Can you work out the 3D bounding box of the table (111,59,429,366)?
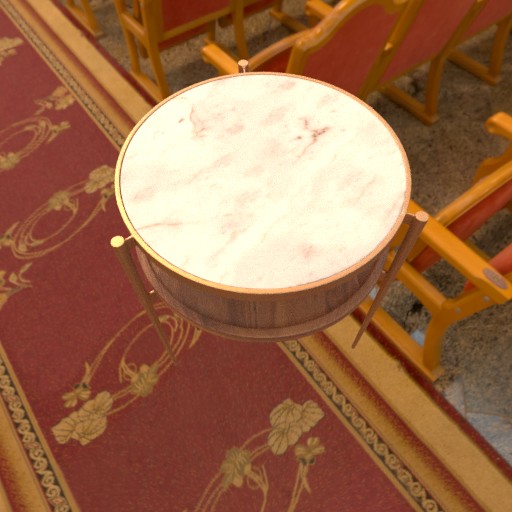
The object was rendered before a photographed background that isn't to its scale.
[{"bbox_3d":[0.000,0.000,0.841,0.456,0.493,0.430,-32,63,-18],"label":"table"}]
